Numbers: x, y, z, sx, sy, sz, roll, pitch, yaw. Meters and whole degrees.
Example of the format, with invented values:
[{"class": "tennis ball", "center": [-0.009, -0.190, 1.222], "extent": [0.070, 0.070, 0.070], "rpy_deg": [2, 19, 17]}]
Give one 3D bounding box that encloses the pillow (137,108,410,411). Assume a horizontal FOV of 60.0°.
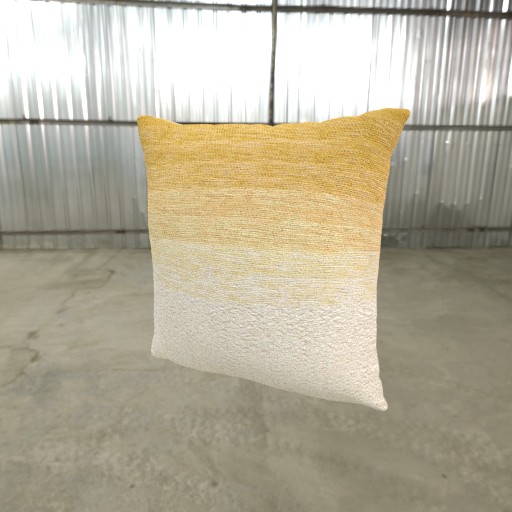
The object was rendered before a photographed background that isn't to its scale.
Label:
[{"class": "pillow", "center": [0.000, 0.000, 0.725], "extent": [0.450, 0.450, 0.211], "rpy_deg": [7, 16, 25]}]
